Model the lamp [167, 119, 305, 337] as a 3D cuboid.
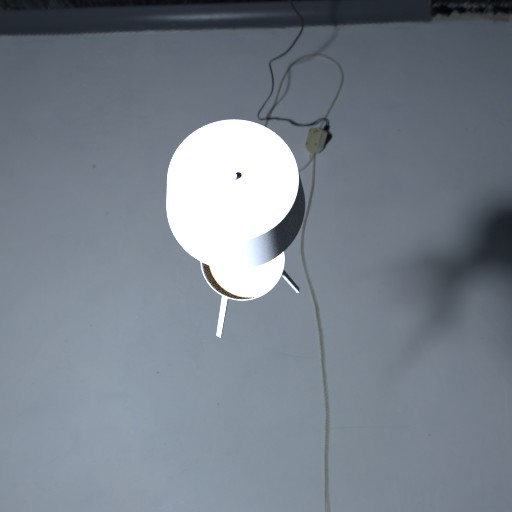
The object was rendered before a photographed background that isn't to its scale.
[{"bbox_3d":[0.000,0.000,1.697,0.468,1.429,0.508,0,75,0],"label":"lamp"}]
